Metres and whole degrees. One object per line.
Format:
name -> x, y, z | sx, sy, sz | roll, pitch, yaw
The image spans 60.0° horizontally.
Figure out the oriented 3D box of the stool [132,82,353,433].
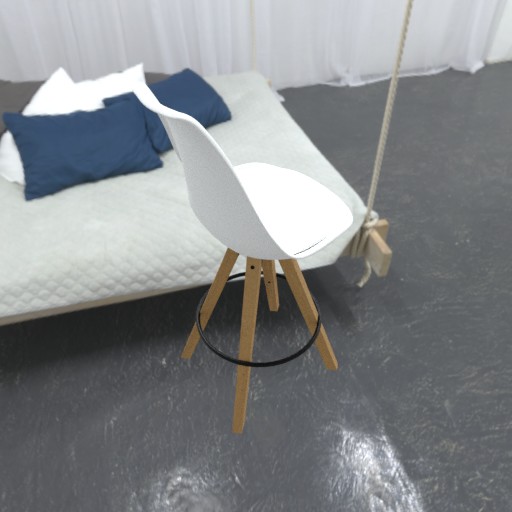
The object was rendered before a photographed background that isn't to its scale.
stool -> 0.000, 0.000, 1.385 | 0.549, 1.115, 0.482 | -25, 47, -26
